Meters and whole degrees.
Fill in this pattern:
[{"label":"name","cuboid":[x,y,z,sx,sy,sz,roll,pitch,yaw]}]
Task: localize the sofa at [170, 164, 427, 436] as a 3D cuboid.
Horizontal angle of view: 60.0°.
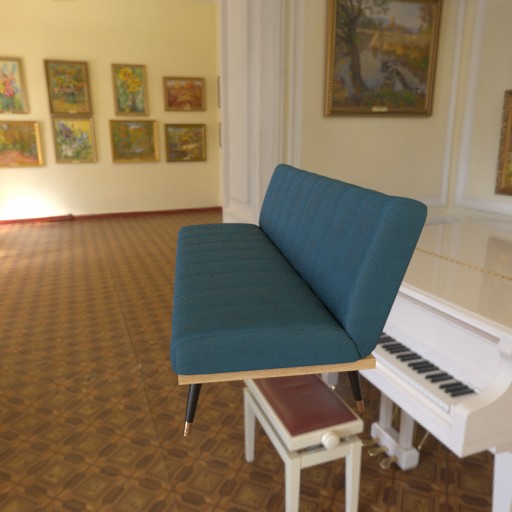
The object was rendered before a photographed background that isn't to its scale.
[{"label":"sofa","cuboid":[0.000,0.000,2.287,0.830,0.825,1.810,-2,15,-9]}]
